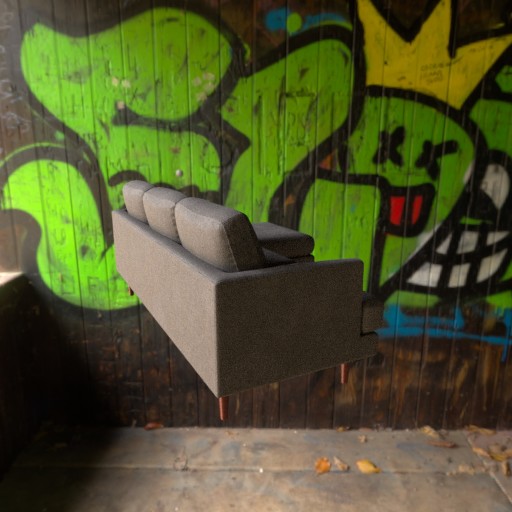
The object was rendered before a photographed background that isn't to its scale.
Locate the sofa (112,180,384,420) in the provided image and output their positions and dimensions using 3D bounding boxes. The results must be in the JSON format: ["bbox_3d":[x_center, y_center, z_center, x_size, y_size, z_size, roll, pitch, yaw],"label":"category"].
[{"bbox_3d":[0.000,0.000,3.048,1.504,0.956,2.233,-7,16,-27],"label":"sofa"}]
